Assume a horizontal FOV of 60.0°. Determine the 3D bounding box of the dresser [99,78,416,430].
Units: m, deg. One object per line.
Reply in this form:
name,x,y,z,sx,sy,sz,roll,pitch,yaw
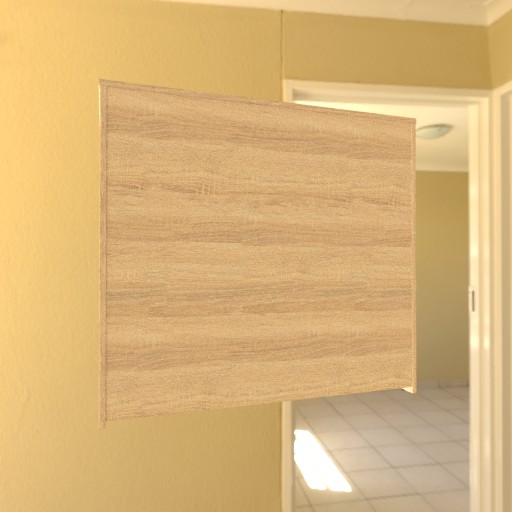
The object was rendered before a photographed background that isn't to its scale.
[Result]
dresser,0.000,0.000,1.466,0.980,0.900,0.380,0,-1,-19
